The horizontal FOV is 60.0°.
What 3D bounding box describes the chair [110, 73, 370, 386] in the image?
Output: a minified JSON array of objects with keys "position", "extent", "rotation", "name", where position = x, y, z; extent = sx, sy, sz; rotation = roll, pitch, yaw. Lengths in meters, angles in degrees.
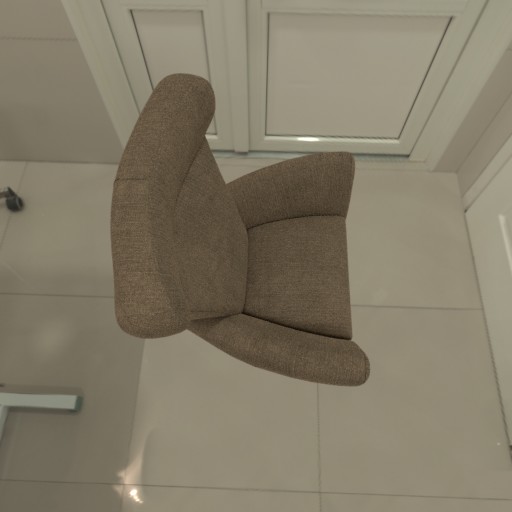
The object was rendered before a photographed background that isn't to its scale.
[{"position":[0.000,0.000,1.758],"extent":[0.900,1.040,0.980],"rotation":[2,65,1],"name":"chair"}]
